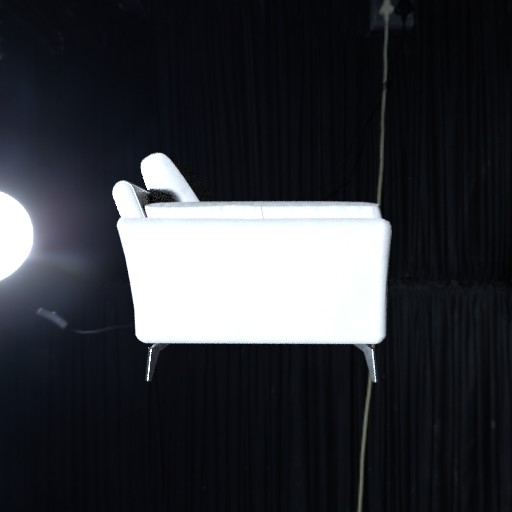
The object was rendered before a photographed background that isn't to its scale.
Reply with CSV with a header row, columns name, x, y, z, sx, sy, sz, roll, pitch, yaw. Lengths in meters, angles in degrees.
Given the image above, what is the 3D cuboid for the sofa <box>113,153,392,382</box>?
name,x,y,z,sx,sy,sz,roll,pitch,yaw
sofa,0.000,0.000,2.655,1.049,0.930,2.101,0,0,1
